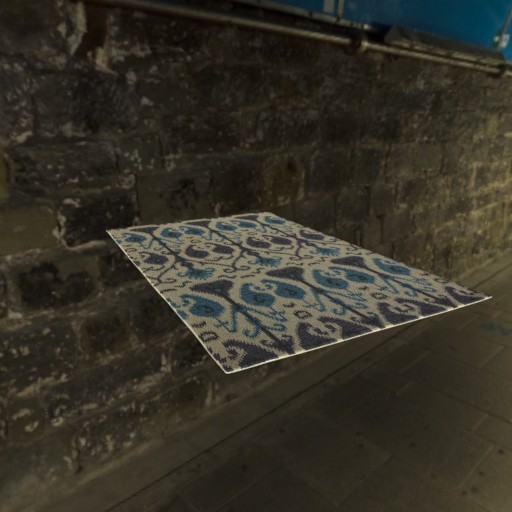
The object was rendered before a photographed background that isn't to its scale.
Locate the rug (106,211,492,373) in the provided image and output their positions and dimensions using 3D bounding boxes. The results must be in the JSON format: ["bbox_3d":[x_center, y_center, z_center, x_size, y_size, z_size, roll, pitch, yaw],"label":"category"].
[{"bbox_3d":[0.000,0.000,2.099,1.072,0.013,1.698,-9,20,-27],"label":"rug"}]
